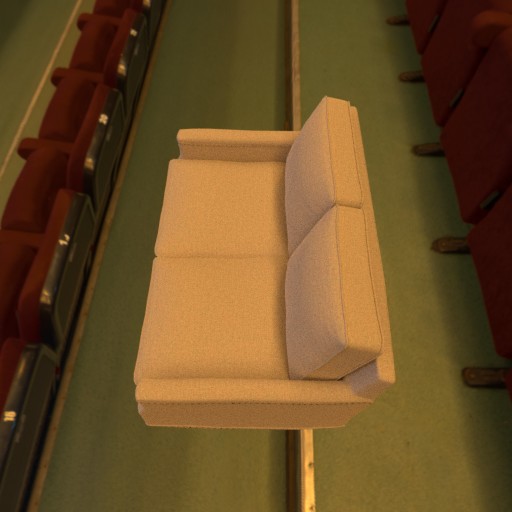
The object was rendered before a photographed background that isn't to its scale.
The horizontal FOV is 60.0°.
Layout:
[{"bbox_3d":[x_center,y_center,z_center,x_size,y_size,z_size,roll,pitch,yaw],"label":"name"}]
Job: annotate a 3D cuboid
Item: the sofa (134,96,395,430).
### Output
[{"bbox_3d":[0.000,0.000,2.318,1.084,1.003,1.597,1,58,1],"label":"sofa"}]
